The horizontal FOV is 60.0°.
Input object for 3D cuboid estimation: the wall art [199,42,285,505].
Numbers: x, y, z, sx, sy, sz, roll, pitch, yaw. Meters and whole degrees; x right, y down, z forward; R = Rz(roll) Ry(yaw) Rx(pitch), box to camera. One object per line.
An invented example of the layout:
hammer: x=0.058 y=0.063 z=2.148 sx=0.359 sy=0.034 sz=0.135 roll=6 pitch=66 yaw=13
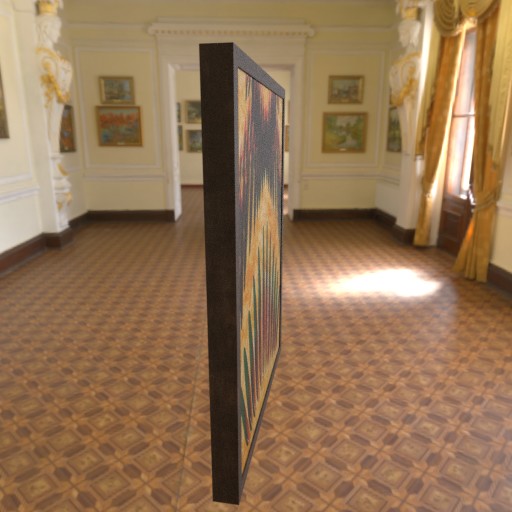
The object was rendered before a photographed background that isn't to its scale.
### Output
wall art: x=0.000 y=0.000 z=0.530 sx=0.027 sy=0.406 sz=0.329 roll=3 pitch=15 yaw=10
